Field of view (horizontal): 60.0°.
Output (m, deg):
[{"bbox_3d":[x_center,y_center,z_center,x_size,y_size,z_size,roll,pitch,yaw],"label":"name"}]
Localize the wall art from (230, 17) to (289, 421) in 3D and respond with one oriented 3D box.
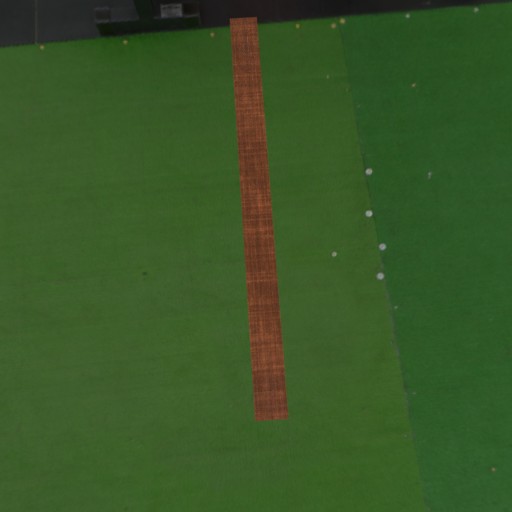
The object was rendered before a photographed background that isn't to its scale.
[{"bbox_3d":[0.000,0.000,0.766,0.033,0.567,0.467,-4,77,-1],"label":"wall art"}]
